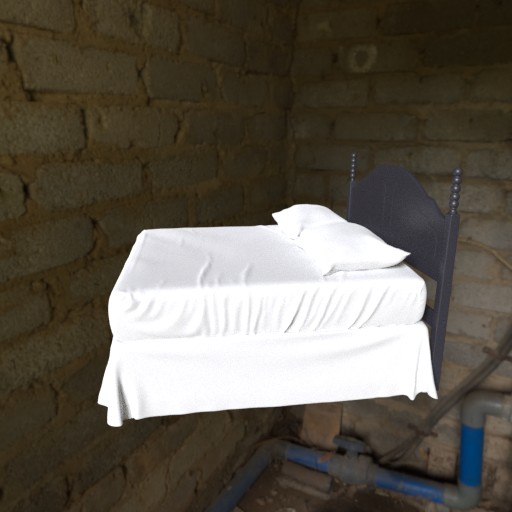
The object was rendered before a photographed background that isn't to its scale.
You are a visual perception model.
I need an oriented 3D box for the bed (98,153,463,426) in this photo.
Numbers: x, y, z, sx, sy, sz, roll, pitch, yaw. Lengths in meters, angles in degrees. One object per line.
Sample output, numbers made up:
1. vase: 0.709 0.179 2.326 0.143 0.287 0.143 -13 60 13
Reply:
1. bed: 0.000 0.000 3.182 2.040 1.356 1.873 -2 16 -8
